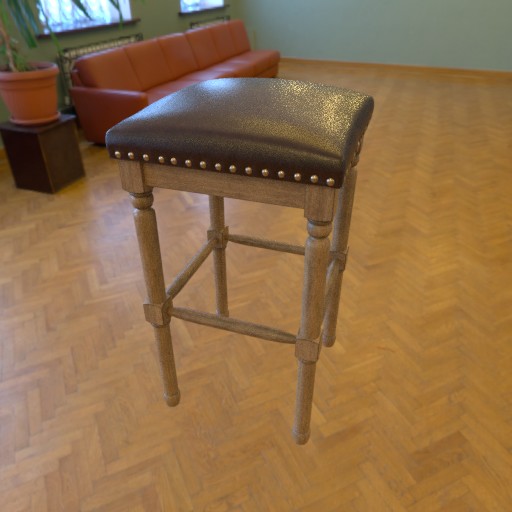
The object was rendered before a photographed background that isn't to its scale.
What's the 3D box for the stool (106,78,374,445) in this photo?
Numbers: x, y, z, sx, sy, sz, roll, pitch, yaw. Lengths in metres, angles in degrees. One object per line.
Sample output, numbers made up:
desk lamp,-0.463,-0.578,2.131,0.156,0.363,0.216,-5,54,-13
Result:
stool,0.000,0.000,0.957,0.383,0.702,0.382,10,34,16
